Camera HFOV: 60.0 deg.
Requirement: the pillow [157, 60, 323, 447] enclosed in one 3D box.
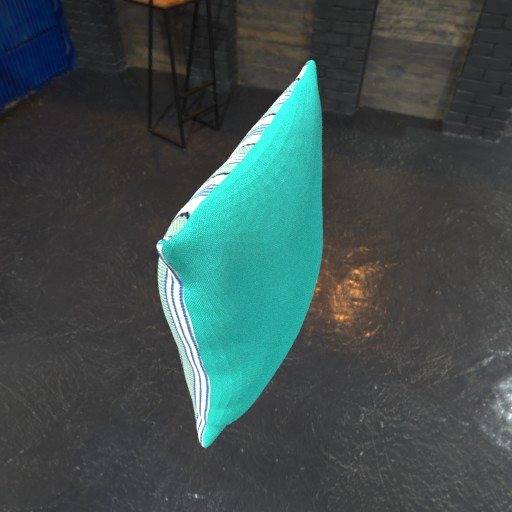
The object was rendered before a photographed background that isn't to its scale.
[{"bbox_3d":[0.000,0.000,0.674,0.182,0.441,0.440,17,47,16],"label":"pillow"}]
